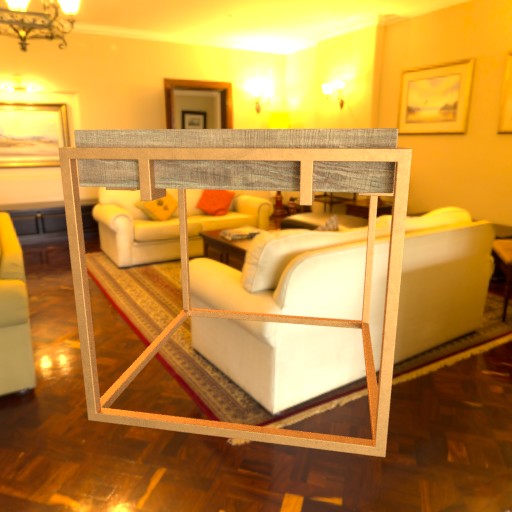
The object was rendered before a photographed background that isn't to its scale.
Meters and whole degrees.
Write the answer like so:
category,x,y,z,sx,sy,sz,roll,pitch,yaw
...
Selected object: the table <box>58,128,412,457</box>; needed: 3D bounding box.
category,x,y,z,sx,sy,sz,roll,pitch,yaw
table,0.000,0.000,1.082,0.599,0.584,0.599,3,15,10
